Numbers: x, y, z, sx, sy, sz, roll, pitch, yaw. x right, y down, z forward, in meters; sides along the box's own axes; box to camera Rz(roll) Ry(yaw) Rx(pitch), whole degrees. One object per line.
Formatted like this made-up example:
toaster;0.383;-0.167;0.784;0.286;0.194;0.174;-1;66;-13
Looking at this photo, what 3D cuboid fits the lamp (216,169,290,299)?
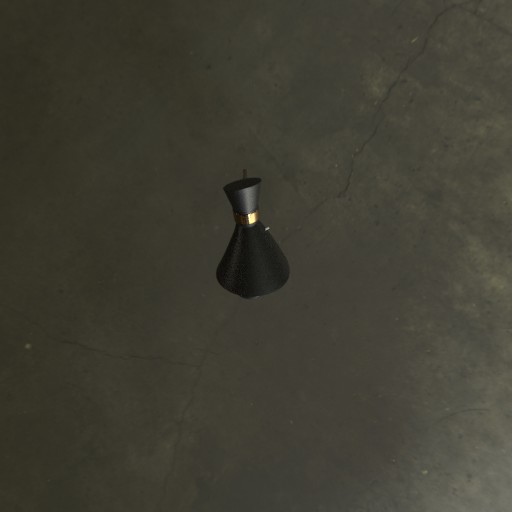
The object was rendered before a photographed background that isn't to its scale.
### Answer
lamp;0.000;0.000;1.603;0.277;1.438;0.467;20;77;5
